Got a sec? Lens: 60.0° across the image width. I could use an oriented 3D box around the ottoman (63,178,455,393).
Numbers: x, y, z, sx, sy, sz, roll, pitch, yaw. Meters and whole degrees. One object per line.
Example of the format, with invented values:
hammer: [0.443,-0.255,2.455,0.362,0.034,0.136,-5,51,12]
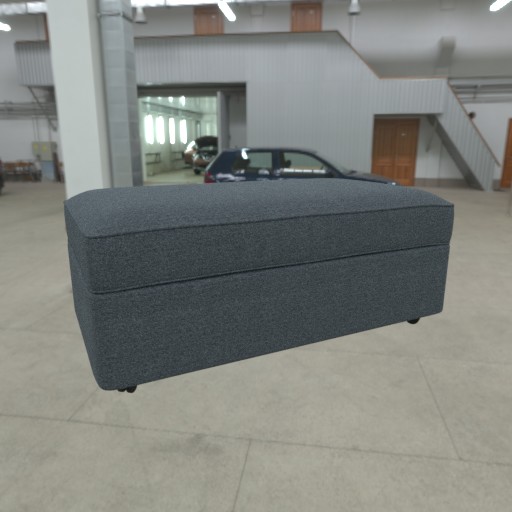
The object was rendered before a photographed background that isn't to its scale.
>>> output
ottoman: [0.000,0.000,1.547,1.173,0.494,0.681,-7,16,-26]
